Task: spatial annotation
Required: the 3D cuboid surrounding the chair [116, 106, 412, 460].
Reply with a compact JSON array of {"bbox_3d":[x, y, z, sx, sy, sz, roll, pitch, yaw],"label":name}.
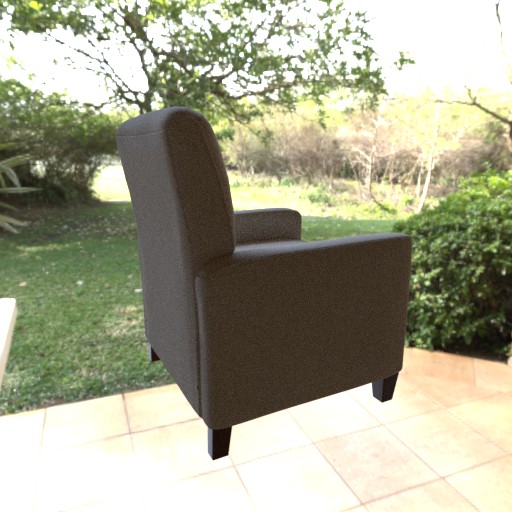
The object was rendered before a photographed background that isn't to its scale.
[{"bbox_3d":[0.000,0.000,1.678,0.859,1.023,0.845,-7,15,-27],"label":"chair"}]
